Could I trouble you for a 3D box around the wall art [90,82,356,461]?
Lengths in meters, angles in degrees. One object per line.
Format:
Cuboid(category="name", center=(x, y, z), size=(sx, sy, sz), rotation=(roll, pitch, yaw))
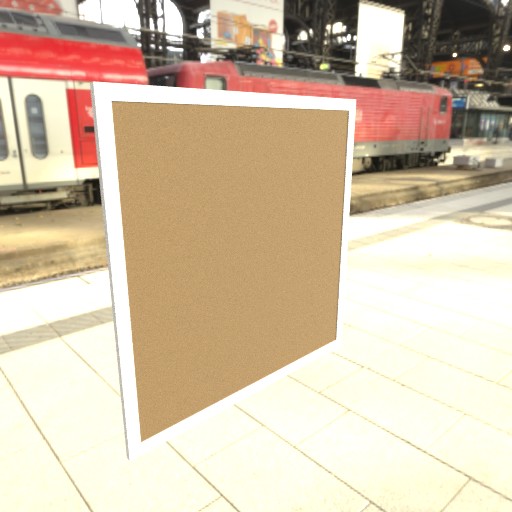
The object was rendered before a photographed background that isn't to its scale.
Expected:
Cuboid(category="wall art", center=(0.000, 0.000, 1.175), size=(0.812, 0.812, 0.015), rotation=(-15, 22, -41))
